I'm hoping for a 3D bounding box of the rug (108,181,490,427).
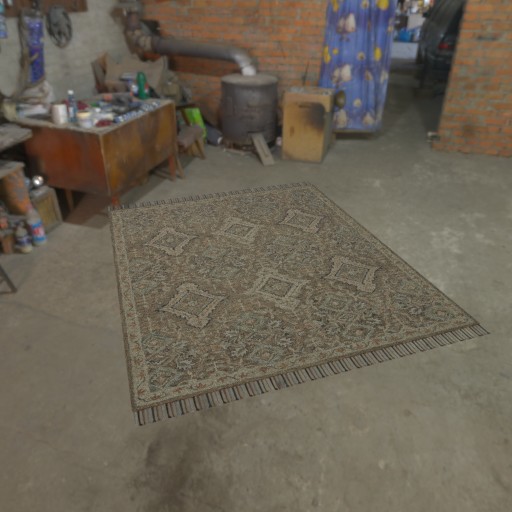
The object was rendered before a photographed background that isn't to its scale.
[{"bbox_3d":[0.000,0.000,3.997,2.437,0.010,3.056,-10,32,-16],"label":"rug"}]
